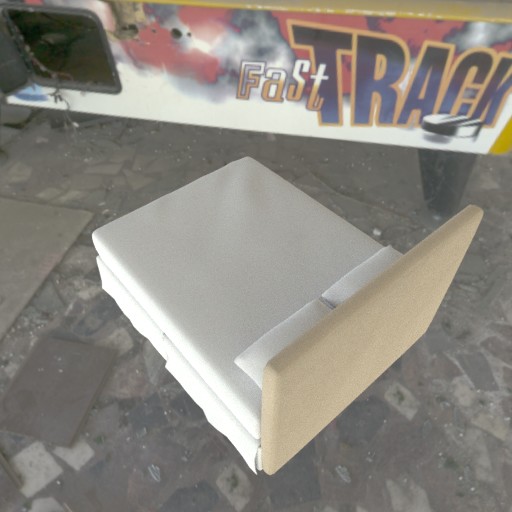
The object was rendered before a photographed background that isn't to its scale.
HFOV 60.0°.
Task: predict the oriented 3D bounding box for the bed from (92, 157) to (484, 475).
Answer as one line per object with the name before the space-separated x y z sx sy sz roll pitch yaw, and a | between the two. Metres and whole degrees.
bed | 0.000 0.000 3.195 1.723 1.330 2.142 -32 54 -27
